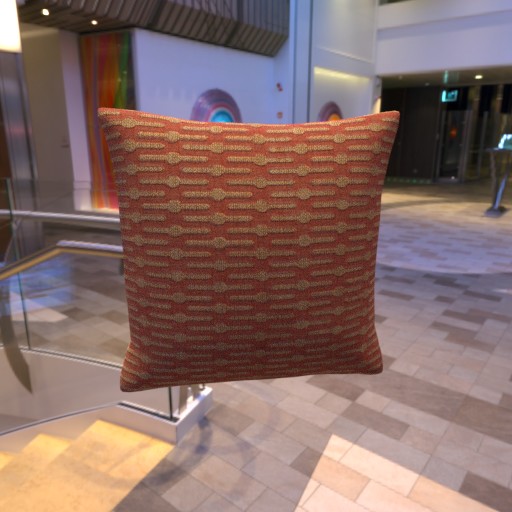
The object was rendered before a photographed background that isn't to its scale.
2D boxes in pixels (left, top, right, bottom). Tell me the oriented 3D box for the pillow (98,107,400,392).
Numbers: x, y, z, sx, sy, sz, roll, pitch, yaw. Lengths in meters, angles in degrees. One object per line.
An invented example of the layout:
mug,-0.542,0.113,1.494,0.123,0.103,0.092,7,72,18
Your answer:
pillow,0.000,0.000,0.797,0.511,0.503,0.182,-2,16,-7
